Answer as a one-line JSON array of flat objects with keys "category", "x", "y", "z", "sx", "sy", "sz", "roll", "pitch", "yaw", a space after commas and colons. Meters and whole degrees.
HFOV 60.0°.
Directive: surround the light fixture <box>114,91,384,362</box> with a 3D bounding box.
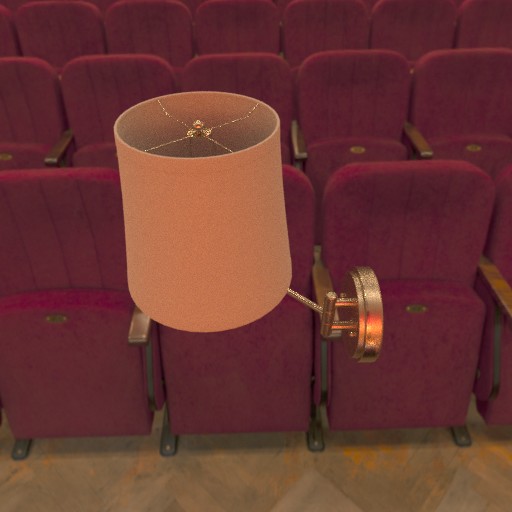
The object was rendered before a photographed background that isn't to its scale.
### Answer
[{"category": "light fixture", "x": 0.000, "y": 0.000, "z": 0.598, "sx": 0.348, "sy": 0.381, "sz": 0.223, "roll": -1, "pitch": 40, "yaw": -1}]
